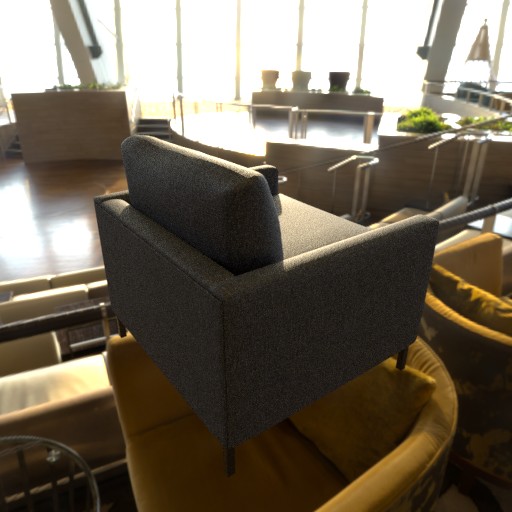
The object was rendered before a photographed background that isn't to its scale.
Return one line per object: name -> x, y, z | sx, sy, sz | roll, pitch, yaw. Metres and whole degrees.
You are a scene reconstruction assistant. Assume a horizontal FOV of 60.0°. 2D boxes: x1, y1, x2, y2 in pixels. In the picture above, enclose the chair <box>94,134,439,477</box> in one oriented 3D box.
chair -> 0.000, 0.000, 1.651 | 0.866, 0.861, 0.963 | -17, 30, -32
